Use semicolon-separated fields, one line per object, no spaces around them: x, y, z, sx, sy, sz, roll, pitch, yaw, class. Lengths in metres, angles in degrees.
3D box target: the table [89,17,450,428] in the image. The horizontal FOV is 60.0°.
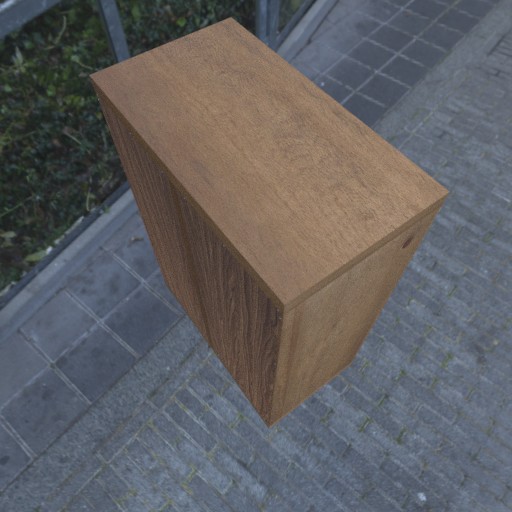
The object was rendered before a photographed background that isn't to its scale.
0.000;0.000;1.708;0.524;1.294;0.901;-32;63;-18;table
